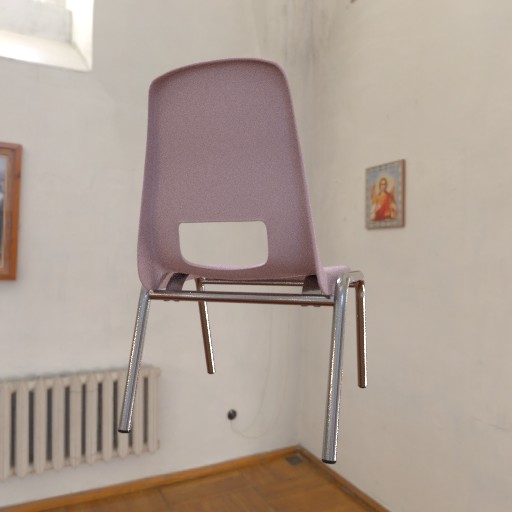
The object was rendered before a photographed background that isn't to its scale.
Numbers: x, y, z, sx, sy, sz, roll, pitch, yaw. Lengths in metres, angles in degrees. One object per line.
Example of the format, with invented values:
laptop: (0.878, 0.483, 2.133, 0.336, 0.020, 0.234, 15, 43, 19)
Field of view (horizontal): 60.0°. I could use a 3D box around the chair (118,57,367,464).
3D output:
chair: (0.000, 0.000, 0.779, 0.354, 0.536, 0.385, 0, 0, 18)
